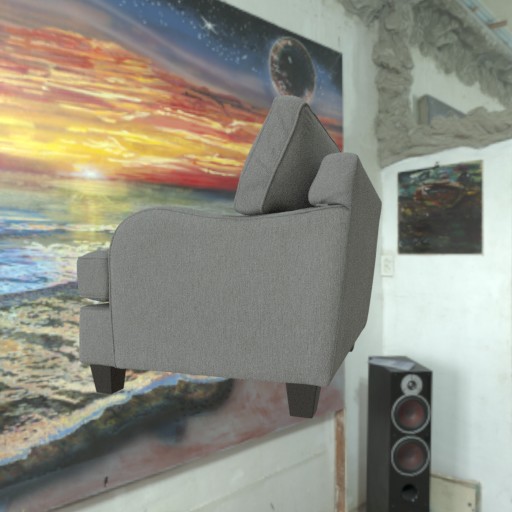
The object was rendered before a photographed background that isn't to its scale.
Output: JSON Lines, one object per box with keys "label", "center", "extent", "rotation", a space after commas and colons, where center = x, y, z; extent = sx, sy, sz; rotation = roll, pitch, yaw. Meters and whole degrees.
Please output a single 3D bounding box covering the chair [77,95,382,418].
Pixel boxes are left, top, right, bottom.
{"label": "chair", "center": [0.000, 0.000, 2.018], "extent": [1.041, 1.016, 1.220], "rotation": [0, 0, 19]}
